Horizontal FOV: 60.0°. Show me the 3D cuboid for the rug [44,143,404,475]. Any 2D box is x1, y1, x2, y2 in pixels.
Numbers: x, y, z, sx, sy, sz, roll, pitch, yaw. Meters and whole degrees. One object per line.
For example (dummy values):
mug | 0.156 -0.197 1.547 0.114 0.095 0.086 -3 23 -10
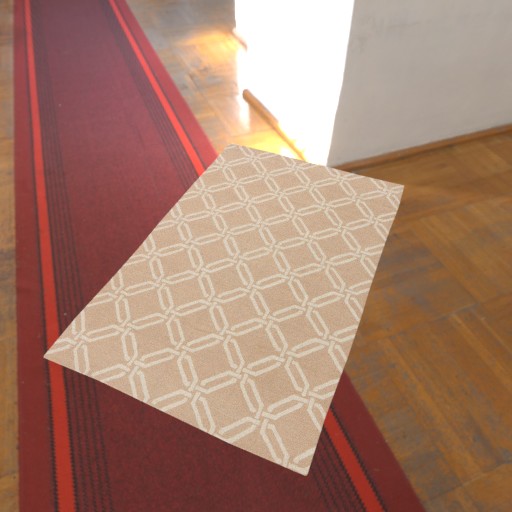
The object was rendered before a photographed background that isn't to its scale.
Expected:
rug | 0.000 0.000 2.195 1.146 0.010 1.745 18 49 16
